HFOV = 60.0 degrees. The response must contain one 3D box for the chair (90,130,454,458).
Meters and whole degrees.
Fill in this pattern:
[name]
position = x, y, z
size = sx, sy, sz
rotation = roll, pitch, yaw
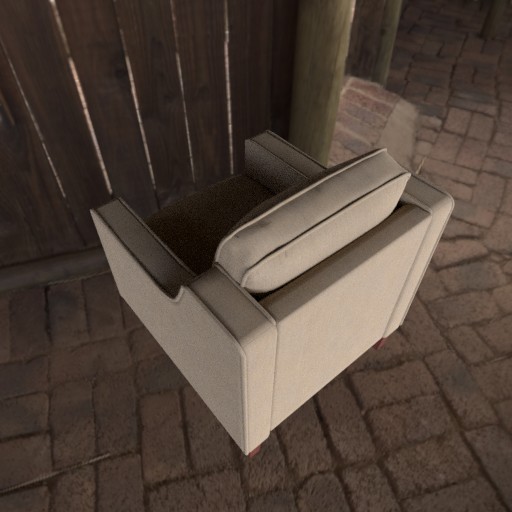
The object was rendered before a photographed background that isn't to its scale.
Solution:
[chair]
position = 0.000, 0.000, 1.648
size = 0.831, 0.960, 0.909
rotation = -31, 54, -26
